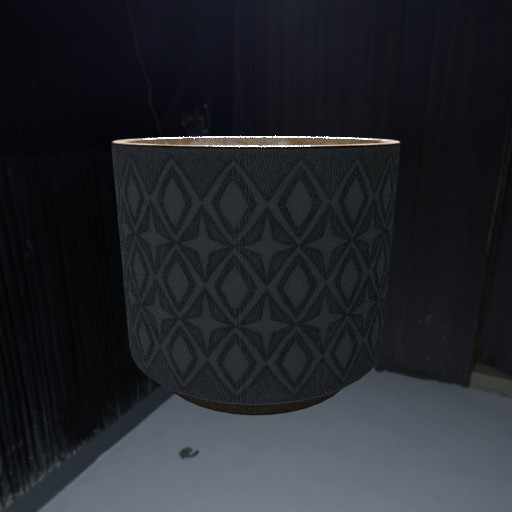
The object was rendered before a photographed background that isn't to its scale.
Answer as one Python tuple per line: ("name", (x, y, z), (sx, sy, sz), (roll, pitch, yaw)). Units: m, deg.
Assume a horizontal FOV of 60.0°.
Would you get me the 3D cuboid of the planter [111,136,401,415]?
("planter", (0.000, 0.000, 0.440), (0.255, 0.223, 0.255), (0, 16, 0))
